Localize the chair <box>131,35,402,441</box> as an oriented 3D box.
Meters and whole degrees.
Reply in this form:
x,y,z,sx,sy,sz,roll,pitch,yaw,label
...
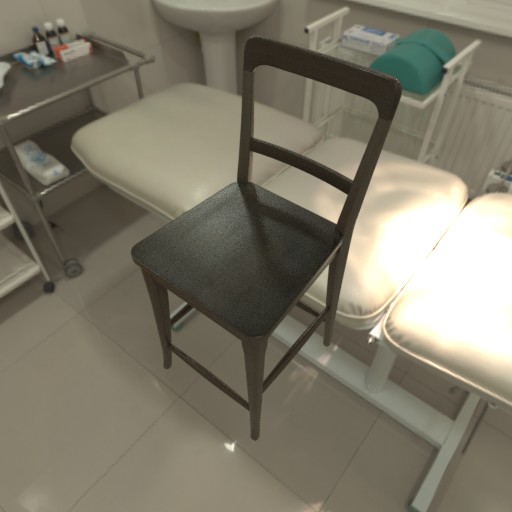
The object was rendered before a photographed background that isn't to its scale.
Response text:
x,y,z,sx,sy,sz,roll,pitch,yaw,label
0.000,0.000,1.281,0.450,0.991,0.546,30,54,25,chair
